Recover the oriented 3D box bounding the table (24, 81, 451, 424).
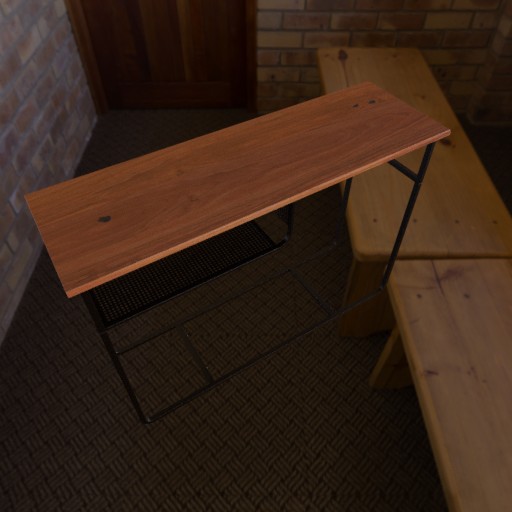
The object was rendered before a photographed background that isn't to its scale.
[{"bbox_3d":[0.000,0.000,1.441,1.100,0.750,0.350,-25,52,-21],"label":"table"}]
